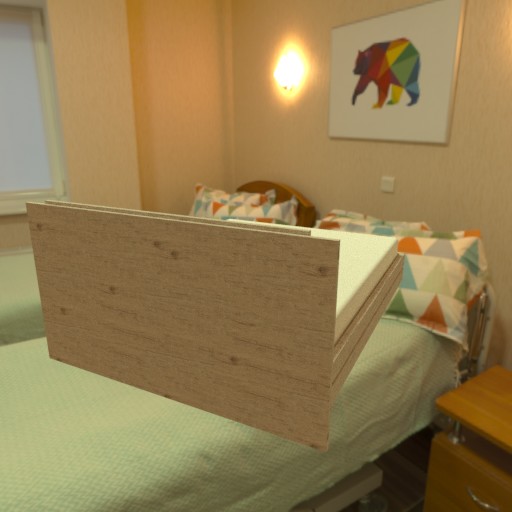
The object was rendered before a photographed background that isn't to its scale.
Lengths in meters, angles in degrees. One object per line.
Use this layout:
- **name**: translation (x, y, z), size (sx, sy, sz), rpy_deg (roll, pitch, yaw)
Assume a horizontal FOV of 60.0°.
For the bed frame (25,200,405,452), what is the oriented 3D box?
- **bed frame**: translation (0.000, 0.000, 3.050), size (1.750, 0.970, 2.080), rpy_deg (9, 19, 26)
